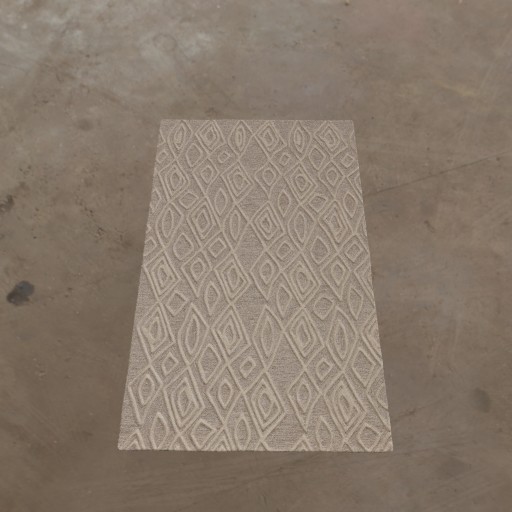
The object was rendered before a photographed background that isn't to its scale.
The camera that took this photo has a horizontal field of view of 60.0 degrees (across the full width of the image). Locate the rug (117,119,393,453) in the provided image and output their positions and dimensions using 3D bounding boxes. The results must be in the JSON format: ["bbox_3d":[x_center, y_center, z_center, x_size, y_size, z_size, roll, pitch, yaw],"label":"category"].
[{"bbox_3d":[0.000,0.000,3.012,1.546,0.010,2.442,0,63,0],"label":"rug"}]
